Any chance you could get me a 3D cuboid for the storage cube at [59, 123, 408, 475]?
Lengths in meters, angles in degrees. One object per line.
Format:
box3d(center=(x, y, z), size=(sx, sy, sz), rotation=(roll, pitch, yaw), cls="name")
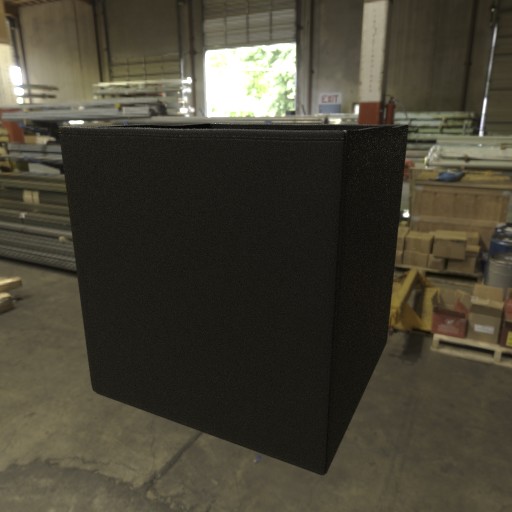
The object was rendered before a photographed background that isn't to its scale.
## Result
box3d(center=(0.000, 0.000, 0.494), size=(0.270, 0.280, 0.270), rotation=(9, 19, 25), cls="storage cube")
